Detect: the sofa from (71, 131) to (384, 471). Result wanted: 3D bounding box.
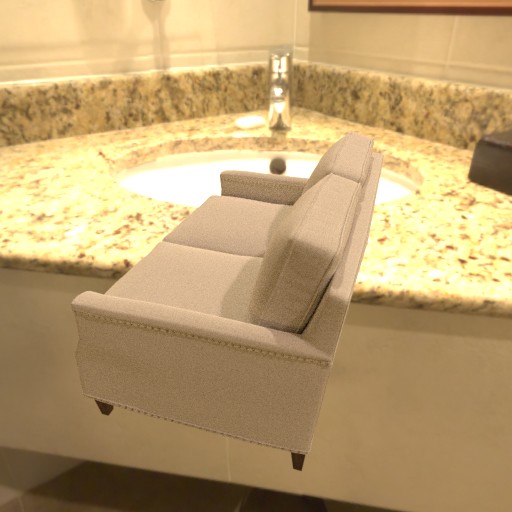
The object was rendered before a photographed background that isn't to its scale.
[{"bbox_3d":[0.000,0.000,2.231,1.084,1.003,1.597,9,31,15],"label":"sofa"}]
